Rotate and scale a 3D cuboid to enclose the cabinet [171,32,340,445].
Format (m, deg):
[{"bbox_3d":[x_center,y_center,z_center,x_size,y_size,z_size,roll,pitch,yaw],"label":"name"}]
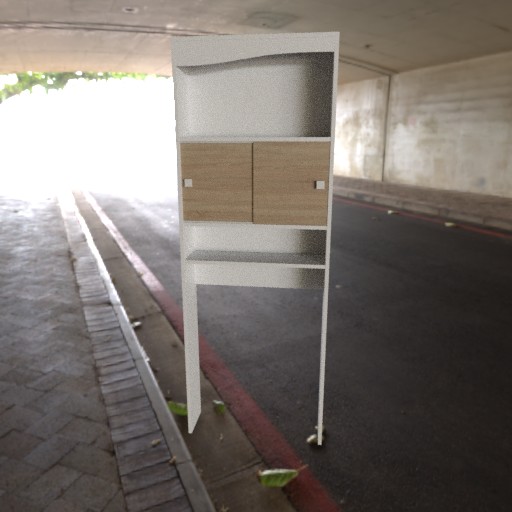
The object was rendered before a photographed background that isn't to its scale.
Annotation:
[{"bbox_3d":[0.000,0.000,1.976,0.643,1.770,0.192,2,15,8],"label":"cabinet"}]
